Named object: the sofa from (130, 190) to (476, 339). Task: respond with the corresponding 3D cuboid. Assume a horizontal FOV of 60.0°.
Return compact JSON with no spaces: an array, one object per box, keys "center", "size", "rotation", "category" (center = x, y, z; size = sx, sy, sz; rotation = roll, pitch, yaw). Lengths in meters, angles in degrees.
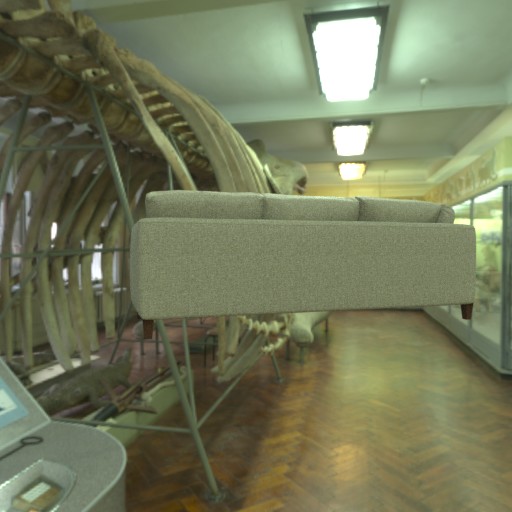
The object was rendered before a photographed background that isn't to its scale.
[{"center":[0.000,0.000,4.598],"size":[2.593,0.947,3.302],"rotation":[0,1,-18],"category":"sofa"}]
